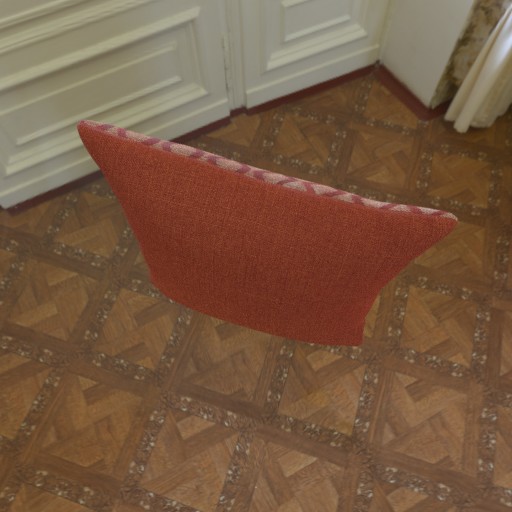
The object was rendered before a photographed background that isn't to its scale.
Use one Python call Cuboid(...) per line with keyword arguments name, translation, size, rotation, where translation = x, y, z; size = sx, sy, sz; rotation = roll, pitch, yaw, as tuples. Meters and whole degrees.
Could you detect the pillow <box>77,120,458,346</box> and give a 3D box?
Cuboid(name="pillow", translation=(0.000, 0.000, 0.664), size=(0.429, 0.434, 0.159), rotation=(15, 63, 8))
